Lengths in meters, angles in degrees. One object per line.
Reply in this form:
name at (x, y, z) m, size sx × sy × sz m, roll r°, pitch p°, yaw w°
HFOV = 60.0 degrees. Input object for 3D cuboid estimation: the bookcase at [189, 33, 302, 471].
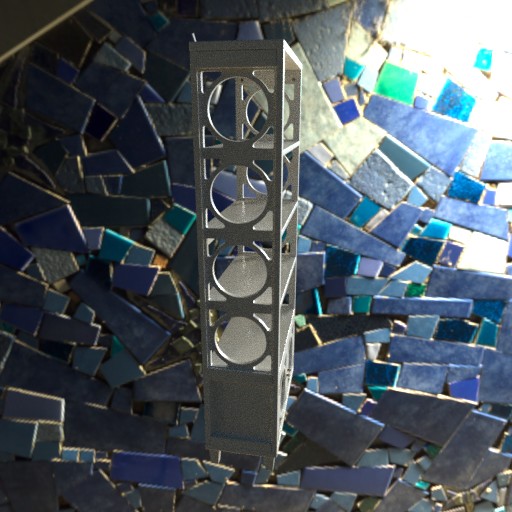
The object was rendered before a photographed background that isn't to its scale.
bookcase at (0.000, 0.000, 2.146) m, size 0.361 × 1.869 × 0.761 m, roll 3°, pitch 18°, yaw 10°
